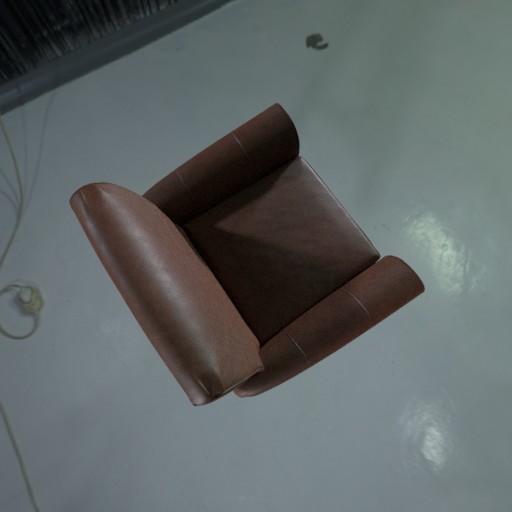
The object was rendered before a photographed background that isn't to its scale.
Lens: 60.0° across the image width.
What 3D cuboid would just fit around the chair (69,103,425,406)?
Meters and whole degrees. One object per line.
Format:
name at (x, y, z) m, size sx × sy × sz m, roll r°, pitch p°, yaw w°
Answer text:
chair at (0.000, 0.000, 1.773) m, size 0.902 × 1.061 × 0.978 m, roll -34°, pitch 77°, yaw -9°
